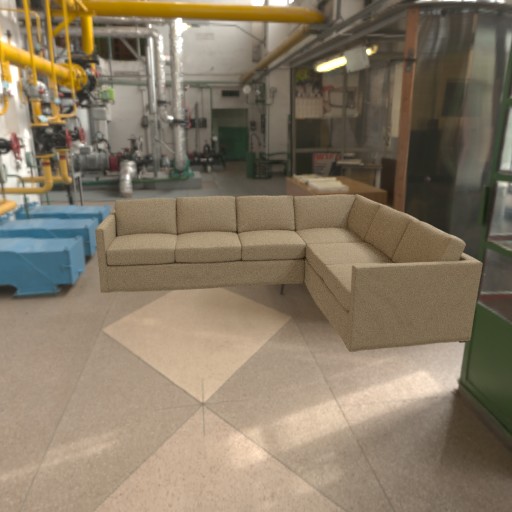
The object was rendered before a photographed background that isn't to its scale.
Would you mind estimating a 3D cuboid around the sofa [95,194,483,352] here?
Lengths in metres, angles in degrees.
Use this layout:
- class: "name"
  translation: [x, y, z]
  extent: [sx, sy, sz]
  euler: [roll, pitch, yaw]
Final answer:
- class: "sofa"
  translation: [0.000, 0.000, 4.386]
  extent: [3.182, 0.871, 2.432]
  euler: [-2, 17, -7]
